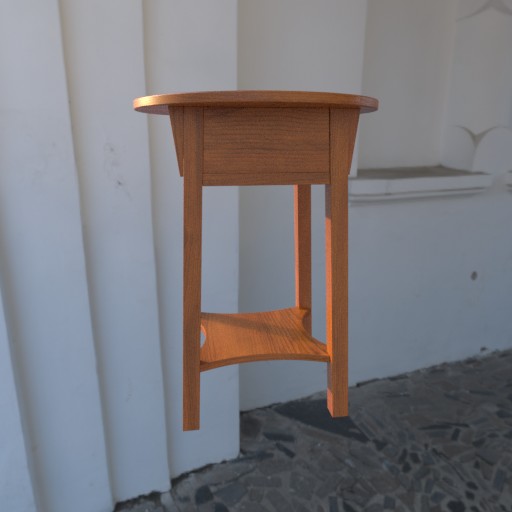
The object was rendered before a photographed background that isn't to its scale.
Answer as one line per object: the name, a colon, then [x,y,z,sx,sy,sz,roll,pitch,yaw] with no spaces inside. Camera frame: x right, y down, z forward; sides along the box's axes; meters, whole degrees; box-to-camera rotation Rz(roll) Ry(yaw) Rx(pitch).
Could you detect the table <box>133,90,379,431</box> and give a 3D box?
table: [0.000,0.000,0.932,0.457,0.610,0.457,0,15,0]
